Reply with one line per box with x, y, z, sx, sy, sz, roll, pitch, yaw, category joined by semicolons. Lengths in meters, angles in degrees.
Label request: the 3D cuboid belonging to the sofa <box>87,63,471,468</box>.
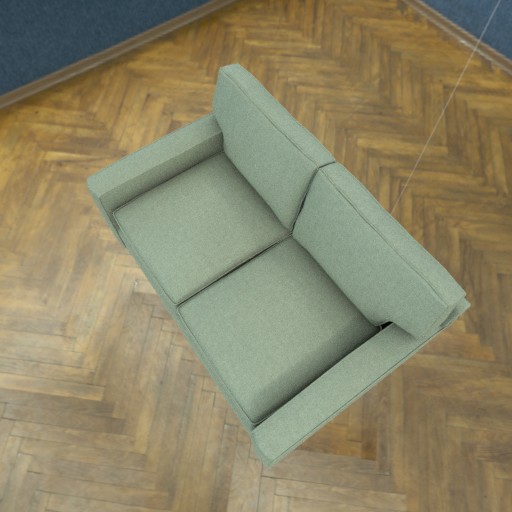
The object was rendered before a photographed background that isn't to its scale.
0.000;0.000;2.020;0.940;0.853;1.484;-32;68;-15;sofa
